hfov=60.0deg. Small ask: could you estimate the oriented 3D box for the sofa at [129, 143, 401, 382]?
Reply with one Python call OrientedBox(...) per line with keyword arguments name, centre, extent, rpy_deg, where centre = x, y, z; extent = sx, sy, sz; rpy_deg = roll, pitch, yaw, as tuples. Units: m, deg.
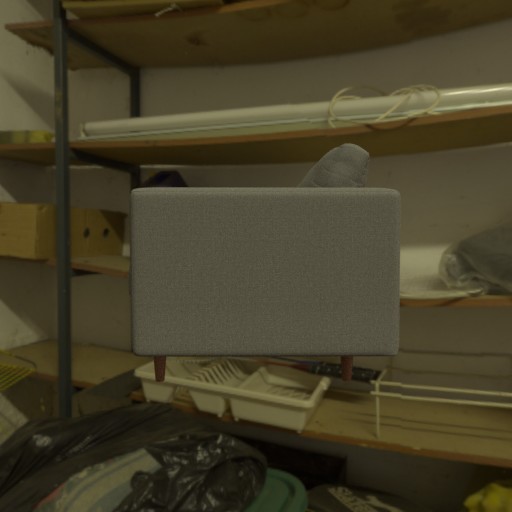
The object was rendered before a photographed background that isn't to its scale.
OrientedBox(name="sofa", centre=(0.000, 0.000, 2.287), extent=(0.940, 0.866, 1.713), rpy_deg=(0, 2, 0))
